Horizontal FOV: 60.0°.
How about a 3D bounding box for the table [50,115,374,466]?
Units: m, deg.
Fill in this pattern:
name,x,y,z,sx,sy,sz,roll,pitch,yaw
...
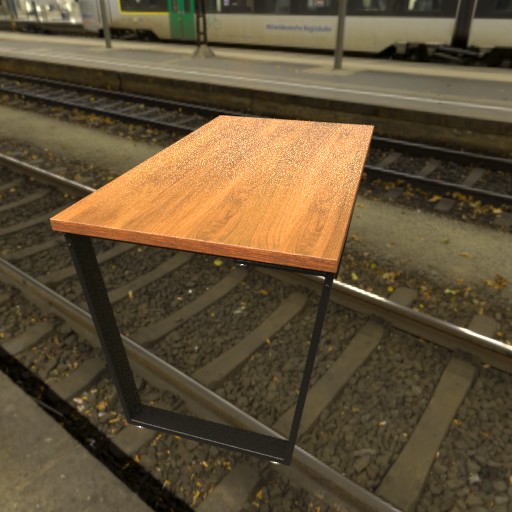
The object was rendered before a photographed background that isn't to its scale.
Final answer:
name,x,y,z,sx,sy,sz,roll,pitch,yaw
table,0.000,0.000,1.703,0.714,0.760,1.205,8,31,14
